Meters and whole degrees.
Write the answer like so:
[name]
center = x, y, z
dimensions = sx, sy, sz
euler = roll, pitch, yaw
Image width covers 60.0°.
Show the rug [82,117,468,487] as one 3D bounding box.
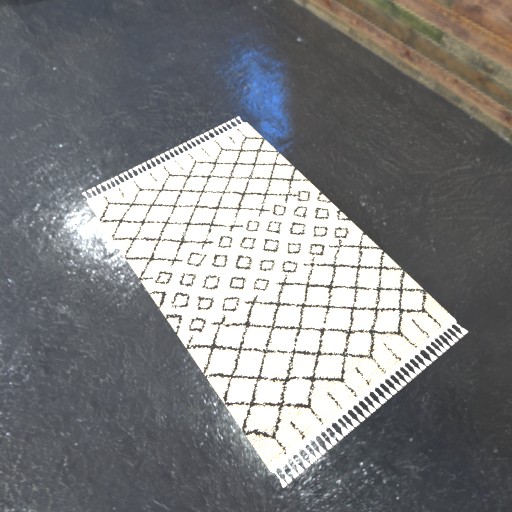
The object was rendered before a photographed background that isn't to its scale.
[rug]
center = 0.000, 0.000, 2.485
dimensions = 1.196, 0.008, 2.006
euler = -32, 63, -18
